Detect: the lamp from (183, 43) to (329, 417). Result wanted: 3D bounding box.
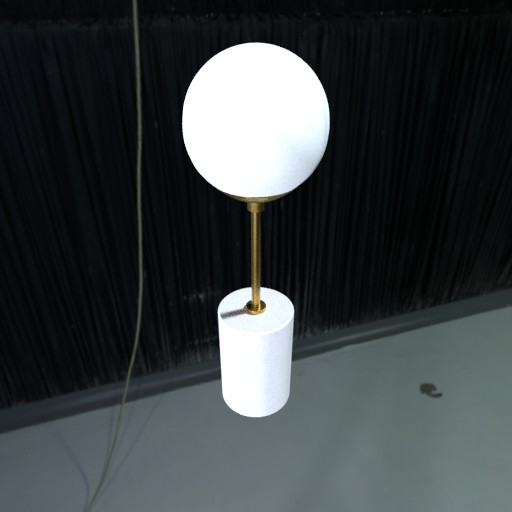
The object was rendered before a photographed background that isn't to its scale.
[{"bbox_3d":[0.000,0.000,0.552,0.153,0.480,0.153,0,31,0],"label":"lamp"}]
